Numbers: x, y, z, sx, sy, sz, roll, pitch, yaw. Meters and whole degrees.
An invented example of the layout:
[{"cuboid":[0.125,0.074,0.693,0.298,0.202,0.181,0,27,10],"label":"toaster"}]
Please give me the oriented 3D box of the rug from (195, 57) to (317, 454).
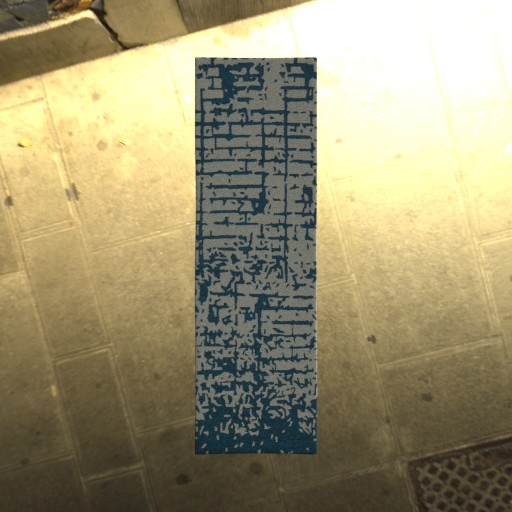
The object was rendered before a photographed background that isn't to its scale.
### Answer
[{"cuboid":[0.000,0.000,2.716,0.750,0.011,2.435,0,90,0],"label":"rug"}]
